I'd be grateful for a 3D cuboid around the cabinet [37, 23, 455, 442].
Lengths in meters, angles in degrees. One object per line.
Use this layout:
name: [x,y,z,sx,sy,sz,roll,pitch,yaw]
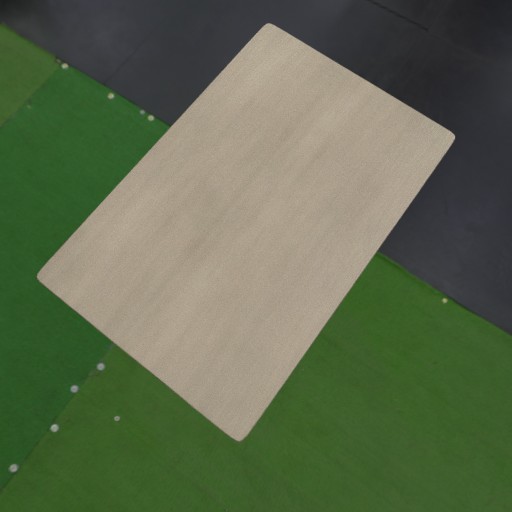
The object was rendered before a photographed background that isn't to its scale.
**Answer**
cabinet: [0.000,0.000,1.263,0.503,0.762,0.763,36,77,10]
